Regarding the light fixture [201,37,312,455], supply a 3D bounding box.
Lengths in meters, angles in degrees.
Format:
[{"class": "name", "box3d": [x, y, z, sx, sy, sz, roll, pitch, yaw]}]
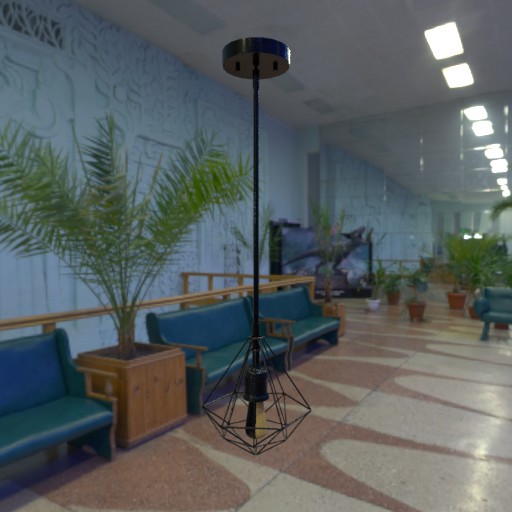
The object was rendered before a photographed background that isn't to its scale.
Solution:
[{"class": "light fixture", "box3d": [0.000, 0.000, 1.944, 0.431, 1.764, 0.487, 1, 1, 35]}]
